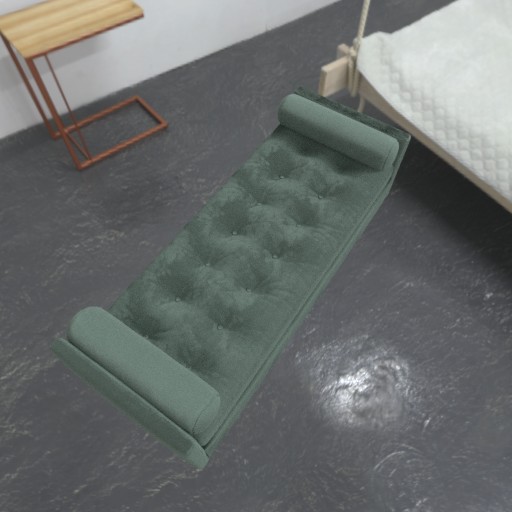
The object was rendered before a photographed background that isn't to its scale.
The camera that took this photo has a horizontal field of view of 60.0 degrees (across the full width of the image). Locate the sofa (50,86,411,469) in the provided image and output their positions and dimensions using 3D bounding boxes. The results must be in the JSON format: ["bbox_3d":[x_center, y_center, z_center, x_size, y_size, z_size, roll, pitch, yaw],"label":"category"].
[{"bbox_3d":[0.000,0.000,2.494,0.796,0.705,2.102,30,64,17],"label":"sofa"}]
